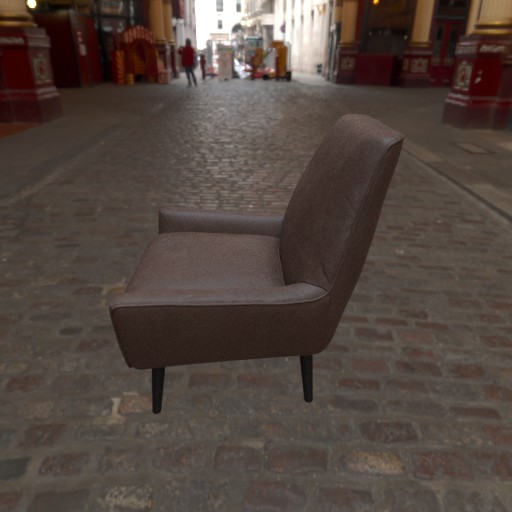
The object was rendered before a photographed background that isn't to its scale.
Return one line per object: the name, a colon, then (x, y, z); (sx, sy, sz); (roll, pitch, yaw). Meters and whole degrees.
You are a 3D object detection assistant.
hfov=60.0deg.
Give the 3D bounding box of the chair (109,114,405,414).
chair: (0.000, 0.000, 1.516); (0.824, 0.888, 0.787); (0, 25, -1)
